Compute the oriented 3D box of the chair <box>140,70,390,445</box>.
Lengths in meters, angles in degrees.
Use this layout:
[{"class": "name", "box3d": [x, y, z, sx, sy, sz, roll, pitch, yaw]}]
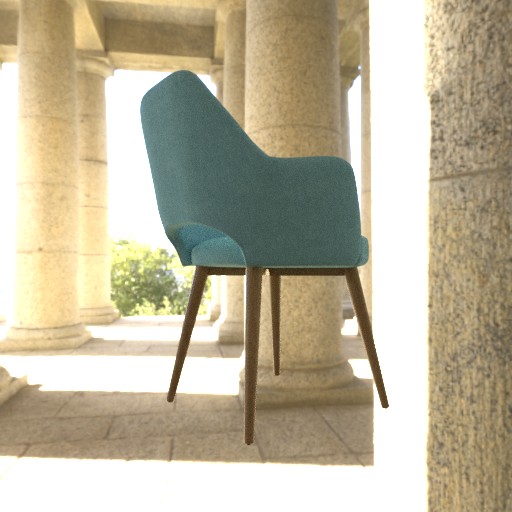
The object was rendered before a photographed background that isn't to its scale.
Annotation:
[{"class": "chair", "box3d": [0.000, 0.000, 1.238, 0.610, 0.840, 0.590, 1, -1, -38]}]
